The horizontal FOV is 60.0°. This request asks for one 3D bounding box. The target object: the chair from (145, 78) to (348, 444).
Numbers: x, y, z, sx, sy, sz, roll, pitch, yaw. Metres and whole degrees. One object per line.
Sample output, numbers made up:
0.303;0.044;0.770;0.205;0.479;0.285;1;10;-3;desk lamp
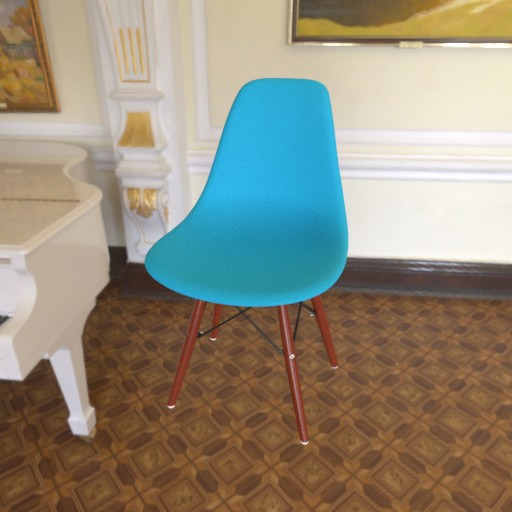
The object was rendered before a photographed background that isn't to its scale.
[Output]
0.000;0.000;1.150;0.470;0.826;0.533;8;27;17;chair
